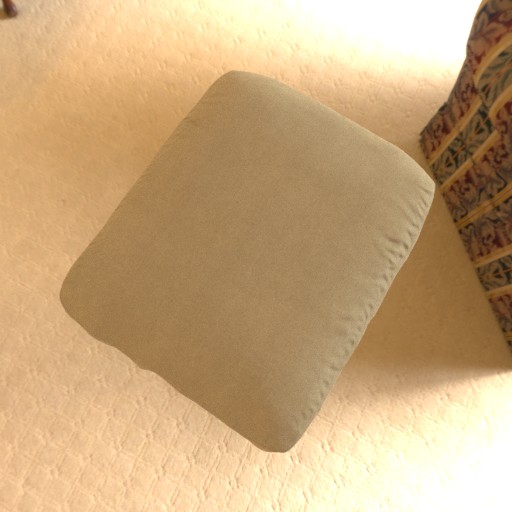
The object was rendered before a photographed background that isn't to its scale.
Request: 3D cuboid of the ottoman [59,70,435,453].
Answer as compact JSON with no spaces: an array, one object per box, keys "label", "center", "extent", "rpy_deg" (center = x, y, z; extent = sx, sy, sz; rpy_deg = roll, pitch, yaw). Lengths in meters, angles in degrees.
[{"label":"ottoman","center":[0.000,0.000,1.059],"extent":[0.584,0.480,0.712],"rpy_deg":[32,78,7]}]
